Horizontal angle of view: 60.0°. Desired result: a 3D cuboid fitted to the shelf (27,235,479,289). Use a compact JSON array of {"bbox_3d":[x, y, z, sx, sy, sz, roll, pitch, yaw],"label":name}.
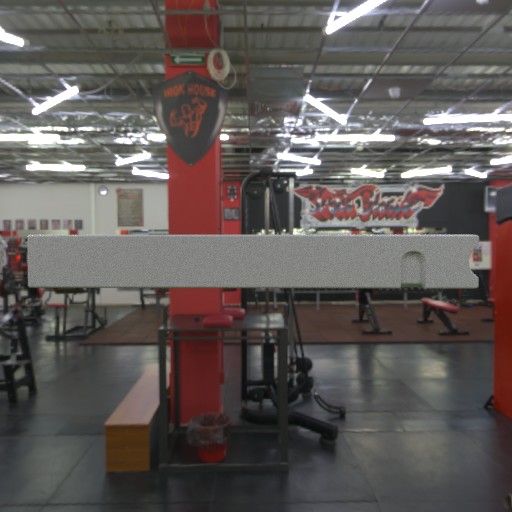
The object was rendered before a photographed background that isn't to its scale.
[{"bbox_3d":[0.000,0.000,0.436,0.296,0.035,0.296,0,1,1],"label":"shelf"}]
